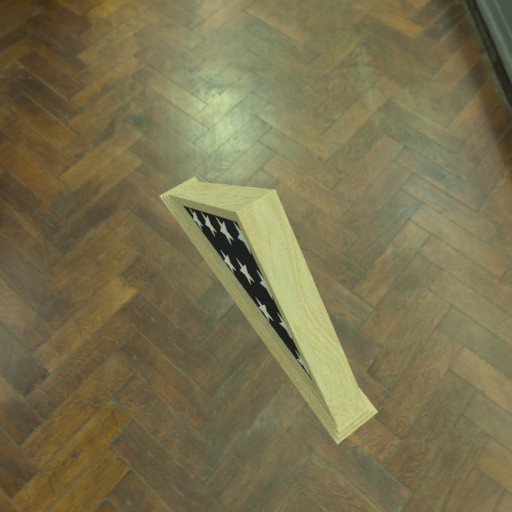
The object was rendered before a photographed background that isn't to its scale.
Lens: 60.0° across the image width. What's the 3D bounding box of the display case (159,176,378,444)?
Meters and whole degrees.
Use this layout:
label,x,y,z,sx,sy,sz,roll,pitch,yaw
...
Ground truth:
label,x,y,z,sx,sy,sz,roll,pitch,yaw
display case,0.000,0.000,0.764,0.095,0.340,0.640,-32,68,-15
